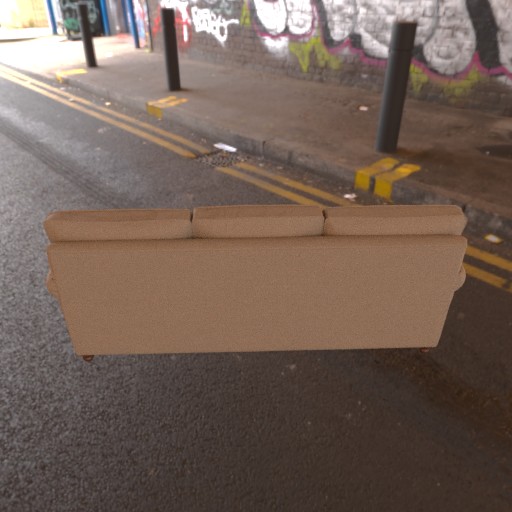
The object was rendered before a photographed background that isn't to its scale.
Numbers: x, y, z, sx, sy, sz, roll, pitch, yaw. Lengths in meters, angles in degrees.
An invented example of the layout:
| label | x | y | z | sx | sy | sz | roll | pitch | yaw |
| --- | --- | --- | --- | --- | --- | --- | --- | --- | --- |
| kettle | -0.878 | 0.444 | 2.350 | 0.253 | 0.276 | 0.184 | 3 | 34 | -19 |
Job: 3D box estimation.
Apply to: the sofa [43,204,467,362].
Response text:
| label | x | y | z | sx | sy | sz | roll | pitch | yaw |
| --- | --- | --- | --- | --- | --- | --- | --- | --- | --- |
| sofa | 0.000 | 0.000 | 2.823 | 2.354 | 0.948 | 0.966 | -1 | 31 | -2 |
